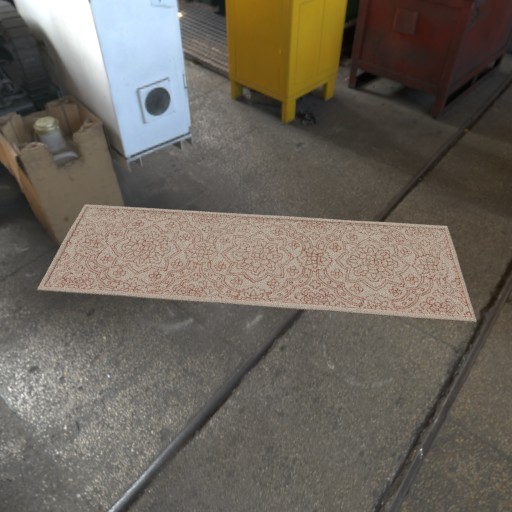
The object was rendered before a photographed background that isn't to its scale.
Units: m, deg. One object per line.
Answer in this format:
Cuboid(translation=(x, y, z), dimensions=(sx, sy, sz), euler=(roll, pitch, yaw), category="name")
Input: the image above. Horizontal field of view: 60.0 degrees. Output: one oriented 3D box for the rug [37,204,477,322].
Cuboid(translation=(0.000, 0.000, 2.713), dimensions=(2.448, 0.012, 0.769), euler=(4, 46, 4), category="rug")
